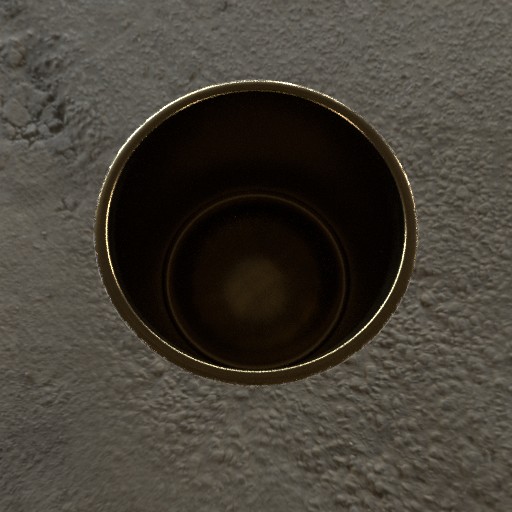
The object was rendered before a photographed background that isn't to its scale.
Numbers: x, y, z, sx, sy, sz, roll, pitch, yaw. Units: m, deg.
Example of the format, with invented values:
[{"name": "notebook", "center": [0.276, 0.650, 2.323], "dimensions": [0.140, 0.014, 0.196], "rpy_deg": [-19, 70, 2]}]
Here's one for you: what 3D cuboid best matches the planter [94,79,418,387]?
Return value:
[{"name": "planter", "center": [0.000, 0.000, 0.445], "dimensions": [0.254, 0.221, 0.254], "rpy_deg": [0, 74, 0]}]
